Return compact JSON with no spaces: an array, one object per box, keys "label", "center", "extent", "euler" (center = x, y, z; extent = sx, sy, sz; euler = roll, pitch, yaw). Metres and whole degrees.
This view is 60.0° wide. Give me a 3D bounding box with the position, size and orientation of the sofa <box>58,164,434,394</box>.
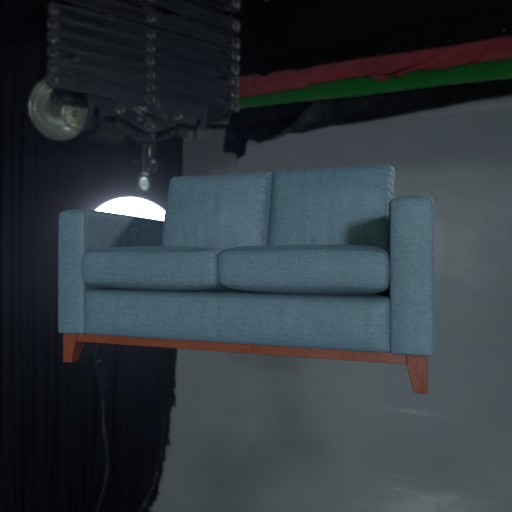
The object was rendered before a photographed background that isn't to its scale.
[{"label":"sofa","center":[0.000,0.000,2.065],"extent":[1.489,0.903,0.955],"euler":[0,0,18]}]
